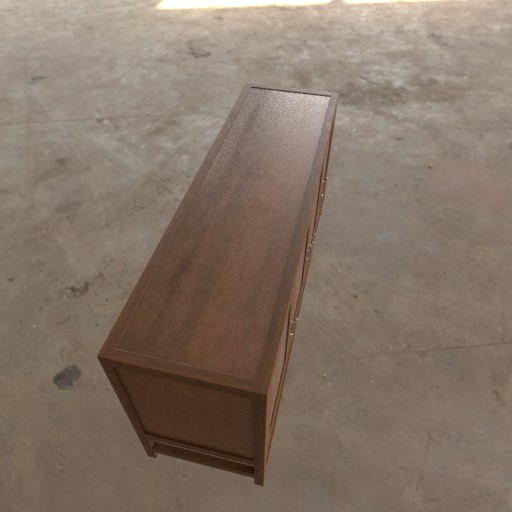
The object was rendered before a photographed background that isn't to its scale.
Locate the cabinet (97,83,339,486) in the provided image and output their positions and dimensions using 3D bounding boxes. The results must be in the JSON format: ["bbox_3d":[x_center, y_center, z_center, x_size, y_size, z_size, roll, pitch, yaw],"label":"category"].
[{"bbox_3d":[0.000,0.000,2.085,0.522,0.820,1.708,10,48,9],"label":"cabinet"}]
